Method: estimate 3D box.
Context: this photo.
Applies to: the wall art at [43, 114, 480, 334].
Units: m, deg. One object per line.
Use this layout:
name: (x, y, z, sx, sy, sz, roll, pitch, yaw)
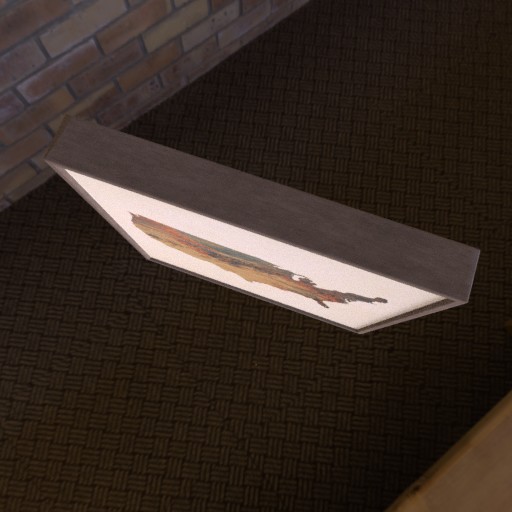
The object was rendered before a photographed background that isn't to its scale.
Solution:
wall art: (0.000, 0.000, 0.448, 0.303, 0.302, 0.038, 19, 77, 5)
